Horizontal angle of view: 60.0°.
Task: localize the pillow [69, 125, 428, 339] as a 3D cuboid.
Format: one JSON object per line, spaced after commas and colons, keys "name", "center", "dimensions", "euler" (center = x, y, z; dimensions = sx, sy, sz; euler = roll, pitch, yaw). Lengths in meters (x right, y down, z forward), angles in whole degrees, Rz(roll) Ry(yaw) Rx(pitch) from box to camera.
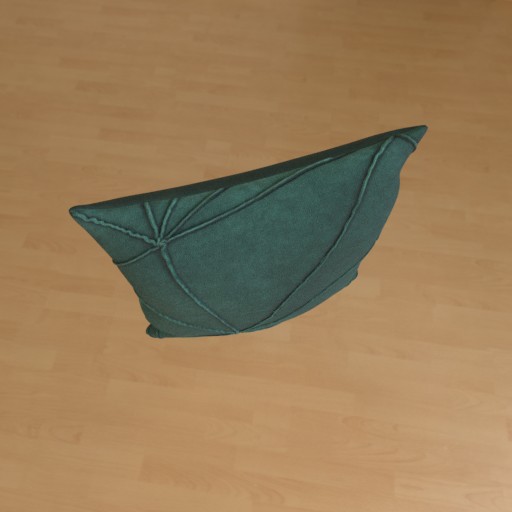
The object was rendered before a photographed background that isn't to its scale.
{"name": "pillow", "center": [0.000, 0.000, 0.692], "dimensions": [0.439, 0.440, 0.184], "euler": [-15, 64, -8]}
